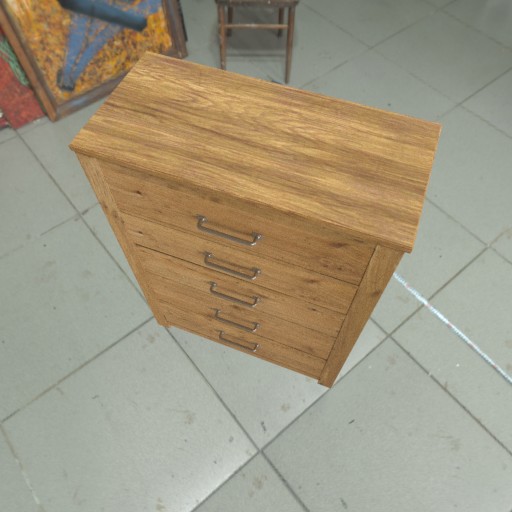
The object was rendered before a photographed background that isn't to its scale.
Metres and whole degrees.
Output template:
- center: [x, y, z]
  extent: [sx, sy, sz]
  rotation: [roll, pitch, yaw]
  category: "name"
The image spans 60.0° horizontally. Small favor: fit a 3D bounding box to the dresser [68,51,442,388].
- center: [0.000, 0.000, 2.009]
  extent: [1.081, 1.431, 0.558]
  rotation: [18, 60, 11]
  category: "dresser"
